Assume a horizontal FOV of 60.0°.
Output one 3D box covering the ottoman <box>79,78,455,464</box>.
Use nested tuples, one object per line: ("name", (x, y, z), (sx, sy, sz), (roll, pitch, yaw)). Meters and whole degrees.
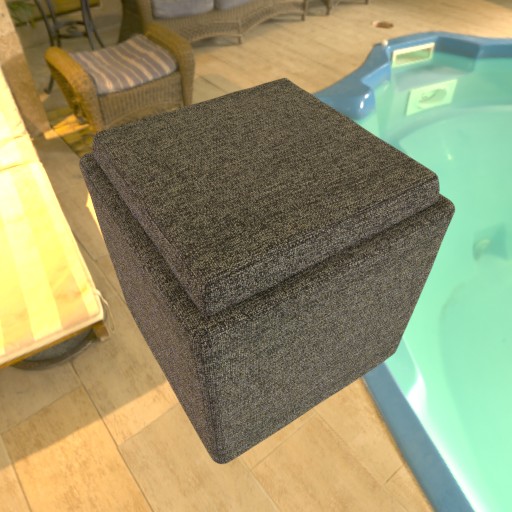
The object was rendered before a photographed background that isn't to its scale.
("ottoman", (0.000, 0.000, 0.827), (0.450, 0.463, 0.450), (-25, 51, -22))
